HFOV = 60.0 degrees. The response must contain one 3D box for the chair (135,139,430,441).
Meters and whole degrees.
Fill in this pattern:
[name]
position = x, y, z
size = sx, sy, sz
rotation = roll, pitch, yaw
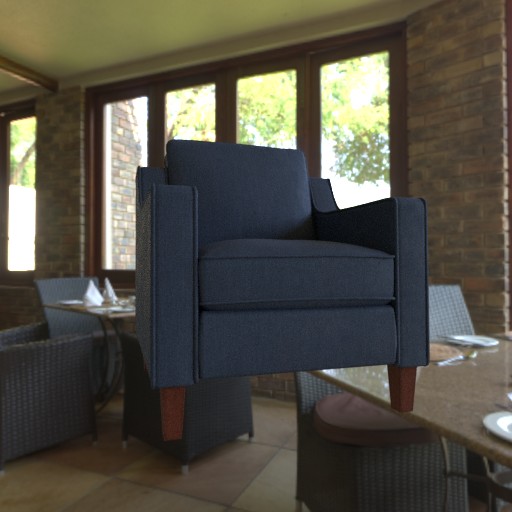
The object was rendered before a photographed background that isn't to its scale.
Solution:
[chair]
position = 0.000, 0.000, 1.639
size = 0.831, 0.960, 0.909
rotation = 0, -1, -18
